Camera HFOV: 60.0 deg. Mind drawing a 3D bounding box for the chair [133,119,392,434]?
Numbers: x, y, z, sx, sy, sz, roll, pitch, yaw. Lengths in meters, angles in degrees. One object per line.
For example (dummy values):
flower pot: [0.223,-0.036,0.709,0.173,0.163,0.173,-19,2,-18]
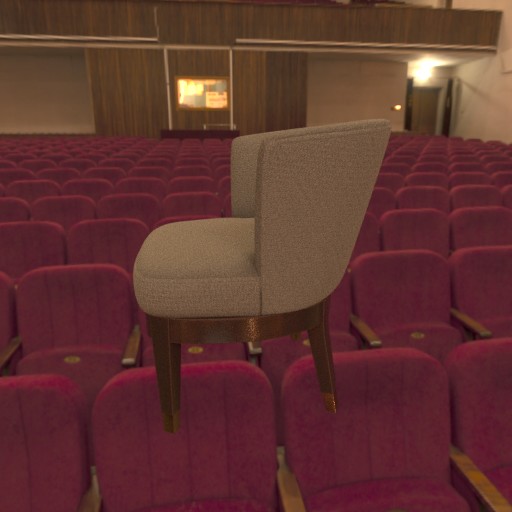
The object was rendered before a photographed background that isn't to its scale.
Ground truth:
chair: [0.000,0.000,1.288,0.660,0.760,0.700,-2,15,-8]
